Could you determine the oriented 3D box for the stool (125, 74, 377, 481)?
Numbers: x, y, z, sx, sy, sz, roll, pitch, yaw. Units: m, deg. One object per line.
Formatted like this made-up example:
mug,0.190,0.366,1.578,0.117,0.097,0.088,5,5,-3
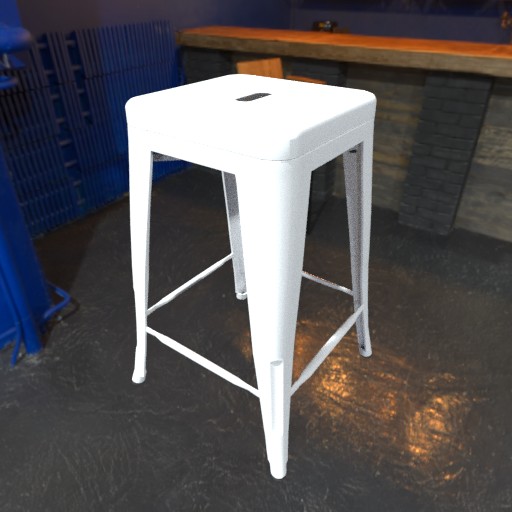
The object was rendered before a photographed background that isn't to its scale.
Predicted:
stool,0.000,0.000,0.872,0.406,0.610,0.406,21,38,30
